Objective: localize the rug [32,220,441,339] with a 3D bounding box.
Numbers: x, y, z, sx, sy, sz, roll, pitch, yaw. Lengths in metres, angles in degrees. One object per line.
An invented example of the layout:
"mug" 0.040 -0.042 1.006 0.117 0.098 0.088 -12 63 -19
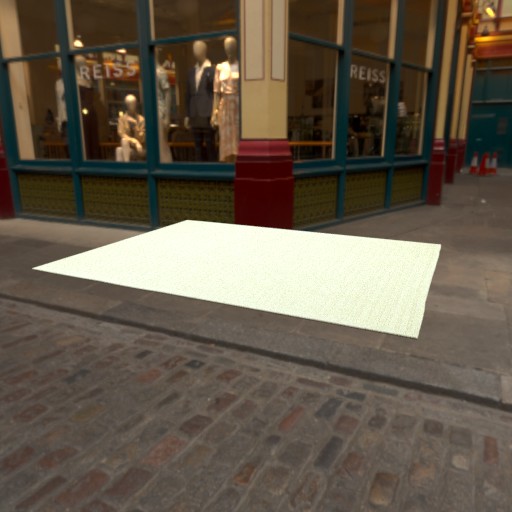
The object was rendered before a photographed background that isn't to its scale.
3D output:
"rug" 0.000 0.000 4.281 3.204 0.016 2.452 7 17 24
